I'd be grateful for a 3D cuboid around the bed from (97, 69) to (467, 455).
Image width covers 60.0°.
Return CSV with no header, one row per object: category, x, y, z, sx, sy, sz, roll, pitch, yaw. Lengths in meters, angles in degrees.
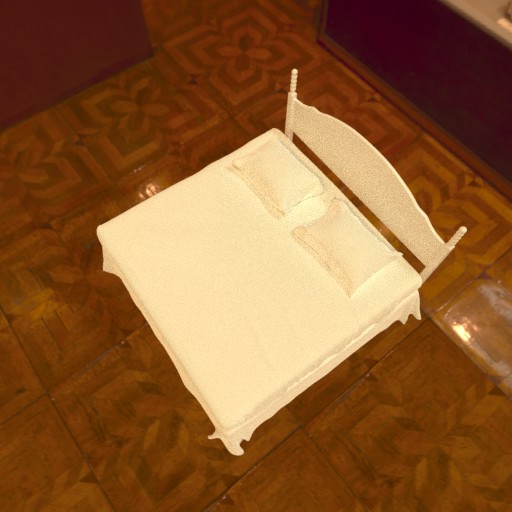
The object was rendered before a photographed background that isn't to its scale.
bed,0.000,0.000,3.661,2.219,1.355,2.322,-33,68,-15
